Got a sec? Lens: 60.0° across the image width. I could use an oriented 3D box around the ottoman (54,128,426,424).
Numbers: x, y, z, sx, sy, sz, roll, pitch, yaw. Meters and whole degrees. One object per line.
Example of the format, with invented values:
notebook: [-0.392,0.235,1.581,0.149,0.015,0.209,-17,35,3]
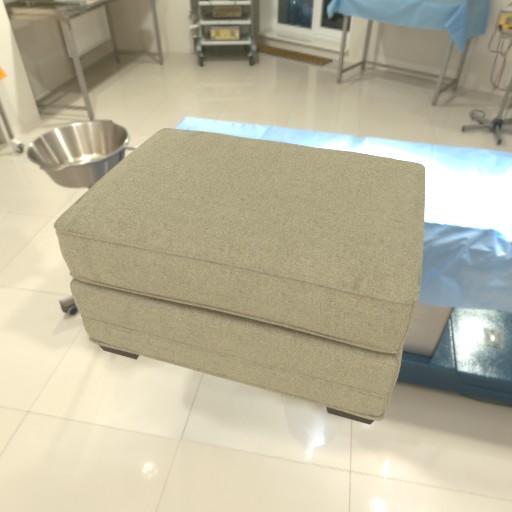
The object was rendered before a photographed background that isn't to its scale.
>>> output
ottoman: [0.000,0.000,1.260,0.848,0.508,0.611,11,41,13]
